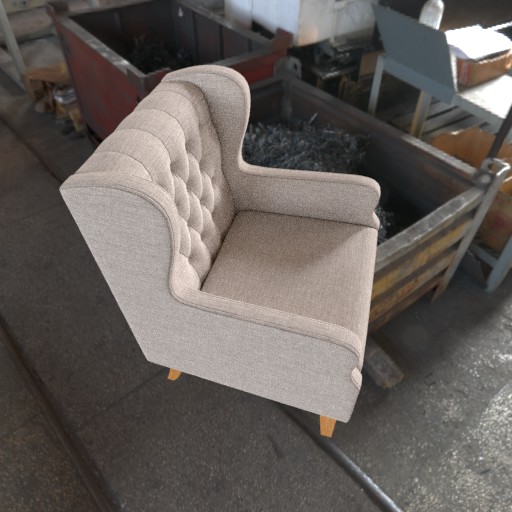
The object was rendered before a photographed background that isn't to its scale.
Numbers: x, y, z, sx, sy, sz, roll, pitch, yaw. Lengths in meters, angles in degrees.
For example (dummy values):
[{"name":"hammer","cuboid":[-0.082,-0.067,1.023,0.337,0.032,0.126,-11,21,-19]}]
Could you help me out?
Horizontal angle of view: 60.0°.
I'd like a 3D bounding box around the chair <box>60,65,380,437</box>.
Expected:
[{"name":"chair","cuboid":[0.000,0.000,1.429,0.760,0.930,0.710,11,47,10]}]
